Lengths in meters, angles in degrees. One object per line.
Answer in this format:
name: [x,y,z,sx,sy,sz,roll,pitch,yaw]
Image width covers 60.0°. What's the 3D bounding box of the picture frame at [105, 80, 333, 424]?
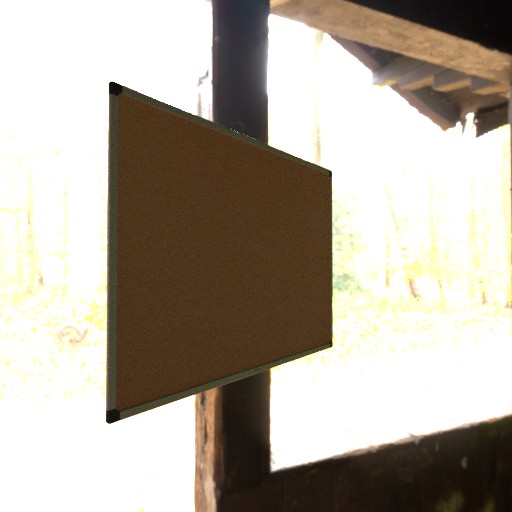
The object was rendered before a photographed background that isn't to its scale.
picture frame: [0.000,0.000,1.137,0.010,0.600,0.900,-1,-2,35]
